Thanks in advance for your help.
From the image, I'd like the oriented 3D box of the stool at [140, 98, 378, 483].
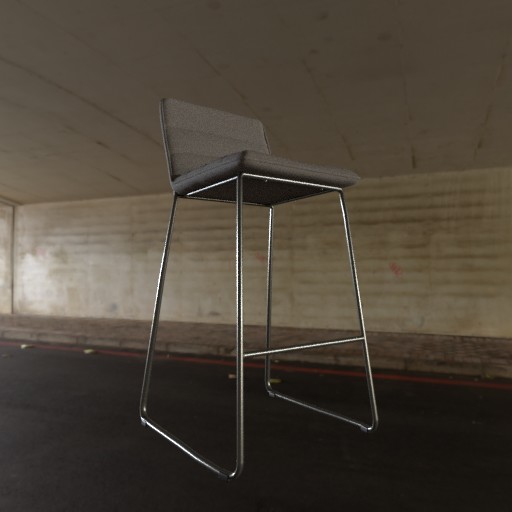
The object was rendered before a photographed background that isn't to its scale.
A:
[{"bbox_3d":[0.000,0.000,1.247,0.490,0.960,0.490,1,-2,-37],"label":"stool"}]
